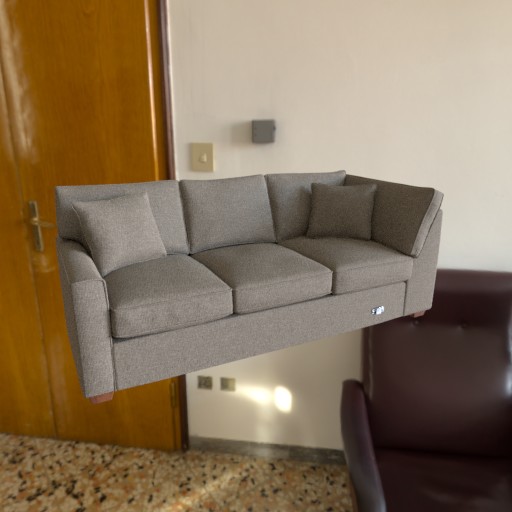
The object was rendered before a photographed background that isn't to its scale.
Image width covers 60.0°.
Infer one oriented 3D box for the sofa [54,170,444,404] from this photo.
[{"bbox_3d":[0.000,0.000,2.874,2.317,0.962,1.061,-8,18,-26],"label":"sofa"}]
